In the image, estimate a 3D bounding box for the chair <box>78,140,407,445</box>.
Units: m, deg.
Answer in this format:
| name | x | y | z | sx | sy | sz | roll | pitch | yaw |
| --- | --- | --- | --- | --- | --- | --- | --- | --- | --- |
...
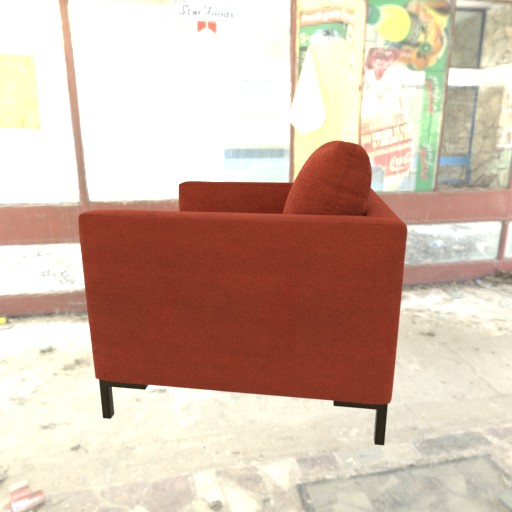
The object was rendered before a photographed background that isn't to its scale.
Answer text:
| name | x | y | z | sx | sy | sz | roll | pitch | yaw |
| --- | --- | --- | --- | --- | --- | --- | --- | --- | --- |
| chair | 0.000 | 0.000 | 1.608 | 0.875 | 0.812 | 0.964 | 2 | 15 | 8 |
